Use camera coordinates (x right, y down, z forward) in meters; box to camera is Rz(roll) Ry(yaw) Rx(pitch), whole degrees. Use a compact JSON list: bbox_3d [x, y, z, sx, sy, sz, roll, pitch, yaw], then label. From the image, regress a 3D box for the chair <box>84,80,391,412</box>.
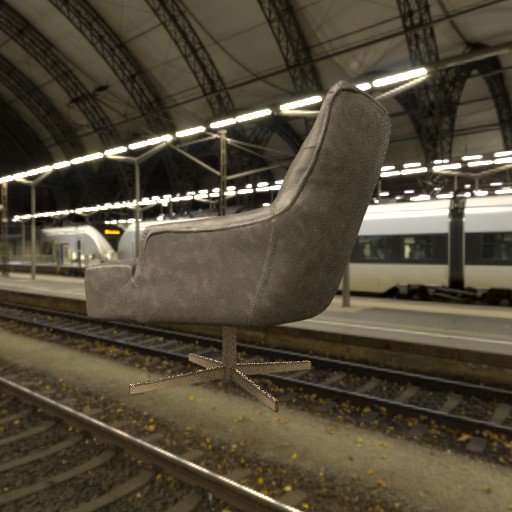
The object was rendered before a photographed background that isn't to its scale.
[{"bbox_3d":[0.000,0.000,1.502,0.874,0.870,0.738,0,1,18],"label":"chair"}]
